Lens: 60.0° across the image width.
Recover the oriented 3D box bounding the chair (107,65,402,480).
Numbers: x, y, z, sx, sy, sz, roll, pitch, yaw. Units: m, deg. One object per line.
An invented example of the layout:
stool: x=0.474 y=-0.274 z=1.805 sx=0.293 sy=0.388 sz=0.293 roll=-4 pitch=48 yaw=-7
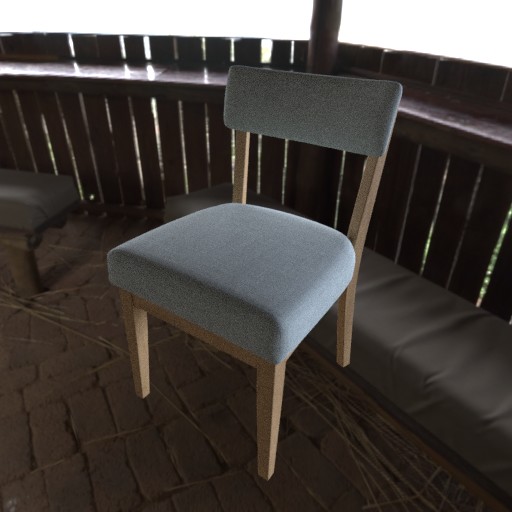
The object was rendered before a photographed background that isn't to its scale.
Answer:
chair: x=0.000 y=0.000 z=1.147 sx=0.508 sy=0.832 sz=0.572 roll=20 pitch=36 yaw=30
